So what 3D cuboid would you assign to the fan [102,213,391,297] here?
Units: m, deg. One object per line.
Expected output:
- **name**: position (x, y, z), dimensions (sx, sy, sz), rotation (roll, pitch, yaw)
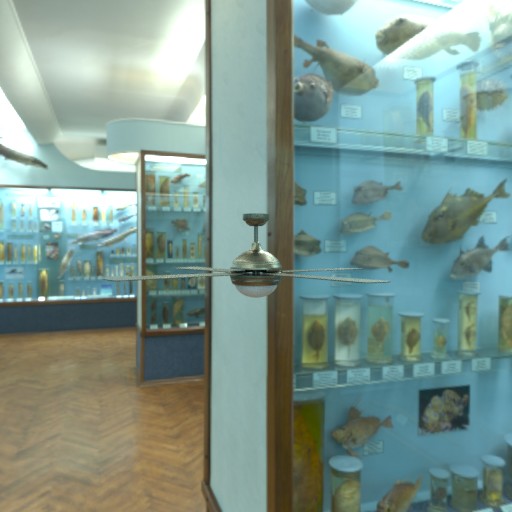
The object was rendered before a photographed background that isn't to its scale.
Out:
- **fan**: position (0.000, 0.000, 2.031), dimensions (1.321, 0.381, 1.321), rotation (0, 1, -17)
